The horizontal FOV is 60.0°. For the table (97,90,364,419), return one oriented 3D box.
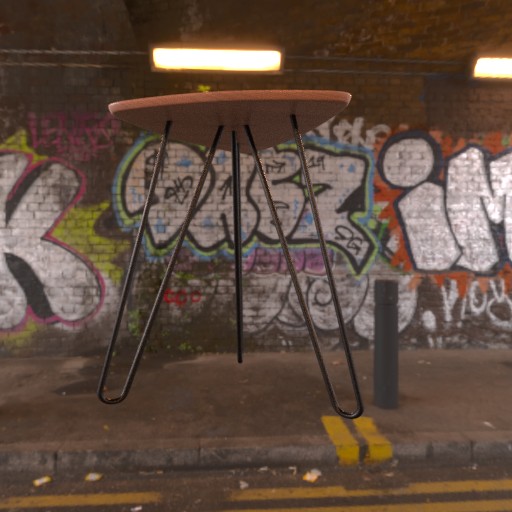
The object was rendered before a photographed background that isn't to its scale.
[{"bbox_3d":[0.000,0.000,0.887,0.455,0.564,0.442,0,0,36],"label":"table"}]
